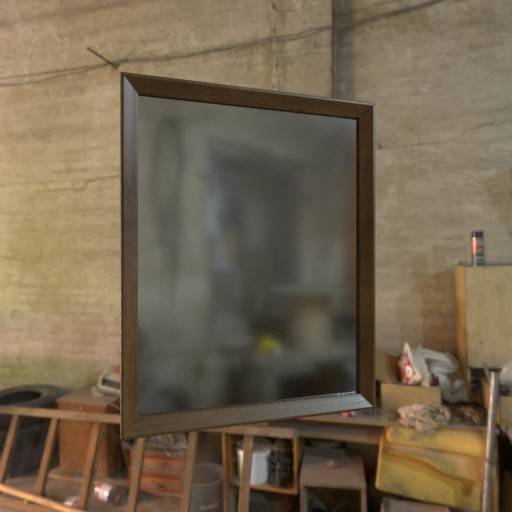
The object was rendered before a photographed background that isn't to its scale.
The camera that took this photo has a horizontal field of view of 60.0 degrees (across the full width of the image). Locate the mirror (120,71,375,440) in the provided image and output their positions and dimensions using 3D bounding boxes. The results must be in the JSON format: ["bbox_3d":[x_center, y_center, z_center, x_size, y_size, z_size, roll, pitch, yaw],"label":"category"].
[{"bbox_3d":[0.000,0.000,0.693,0.406,0.509,0.041,0,0,-18],"label":"mirror"}]
